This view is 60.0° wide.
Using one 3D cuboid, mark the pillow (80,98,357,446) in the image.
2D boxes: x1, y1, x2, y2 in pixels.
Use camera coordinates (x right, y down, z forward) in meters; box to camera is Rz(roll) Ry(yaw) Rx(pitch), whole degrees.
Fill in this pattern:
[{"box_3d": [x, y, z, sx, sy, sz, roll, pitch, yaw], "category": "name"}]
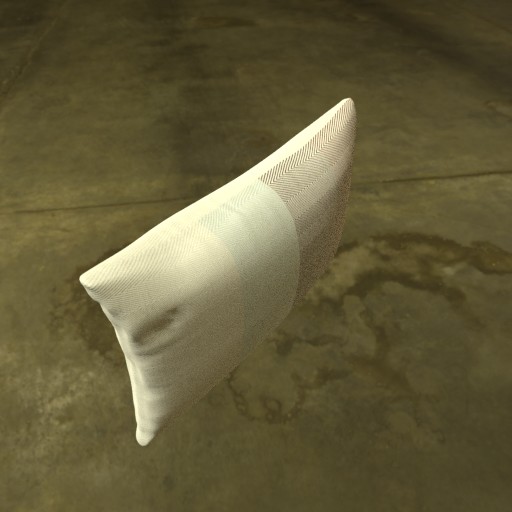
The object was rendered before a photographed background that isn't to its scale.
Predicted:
[{"box_3d": [0.000, 0.000, 0.632, 0.139, 0.305, 0.506, 26, 47, 27], "category": "pillow"}]
